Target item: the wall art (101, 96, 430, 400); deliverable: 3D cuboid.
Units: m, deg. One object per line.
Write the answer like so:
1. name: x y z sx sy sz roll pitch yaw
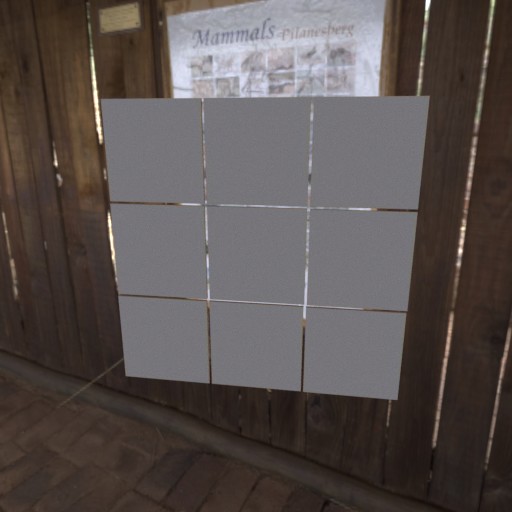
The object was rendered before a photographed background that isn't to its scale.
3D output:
1. wall art: 0.000 0.000 2.257 1.527 1.521 0.017 2 17 8
